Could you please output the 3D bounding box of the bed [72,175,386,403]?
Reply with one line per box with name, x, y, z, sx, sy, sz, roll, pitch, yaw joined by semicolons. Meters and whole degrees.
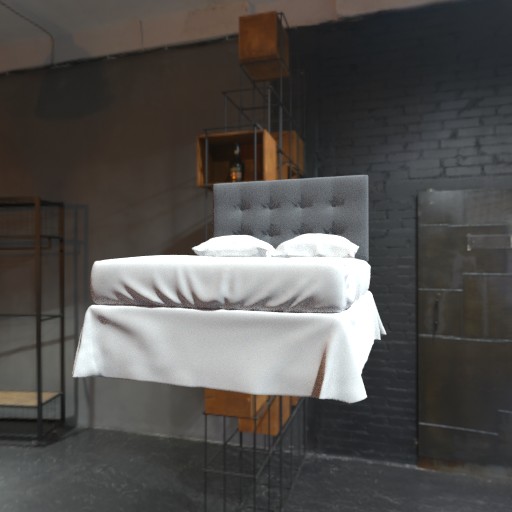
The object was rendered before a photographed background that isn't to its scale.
bed;0.000;0.000;3.580;1.936;1.577;2.222;0;-1;19
